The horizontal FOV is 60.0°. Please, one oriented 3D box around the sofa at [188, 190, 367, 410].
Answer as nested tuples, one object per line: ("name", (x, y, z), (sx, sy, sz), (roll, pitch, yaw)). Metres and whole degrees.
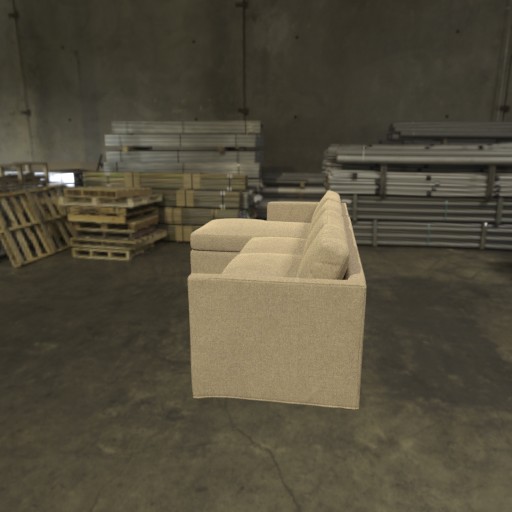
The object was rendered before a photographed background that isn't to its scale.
("sofa", (0.000, 0.000, 3.893), (1.638, 0.920, 3.198), (2, 14, 9))
